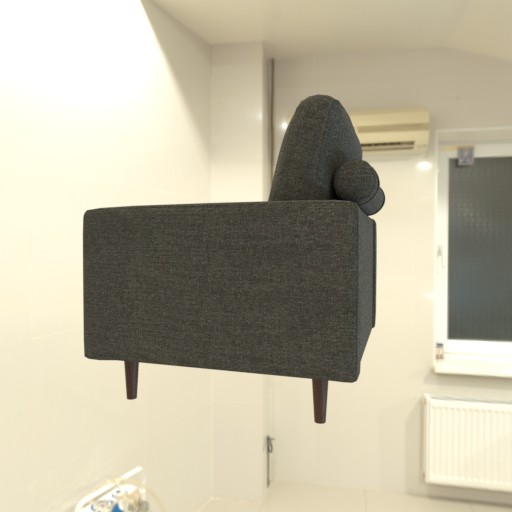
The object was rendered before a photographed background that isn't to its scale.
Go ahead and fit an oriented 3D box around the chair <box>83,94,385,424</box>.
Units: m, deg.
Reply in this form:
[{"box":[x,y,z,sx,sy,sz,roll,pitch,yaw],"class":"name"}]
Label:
[{"box":[0.000,0.000,1.534,0.843,0.880,0.821,1,2,18],"class":"chair"}]
